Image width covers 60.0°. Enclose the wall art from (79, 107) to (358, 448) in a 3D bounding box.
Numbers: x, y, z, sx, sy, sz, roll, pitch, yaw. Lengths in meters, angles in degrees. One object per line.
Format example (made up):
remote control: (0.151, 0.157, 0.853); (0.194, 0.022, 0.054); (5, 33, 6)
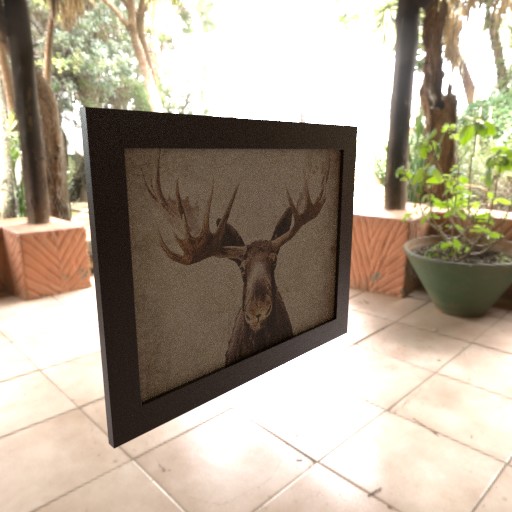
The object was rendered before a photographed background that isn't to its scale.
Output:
wall art: (0.000, 0.000, 1.613); (1.207, 0.952, 0.034); (-13, 18, -43)
